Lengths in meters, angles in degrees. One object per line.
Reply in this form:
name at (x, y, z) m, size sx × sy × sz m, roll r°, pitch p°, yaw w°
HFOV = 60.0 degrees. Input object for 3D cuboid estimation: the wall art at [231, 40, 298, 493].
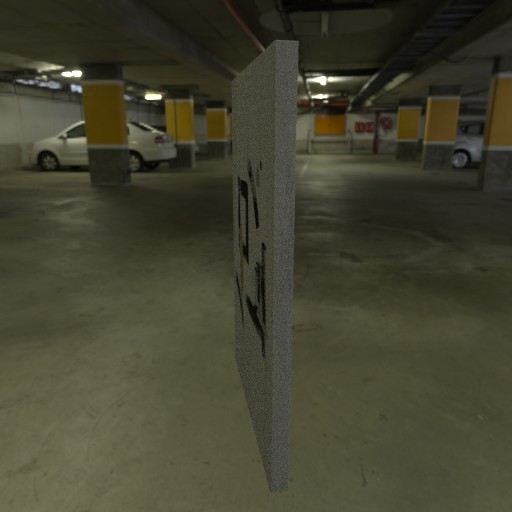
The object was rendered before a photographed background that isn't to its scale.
wall art at (0.000, 0.000, 1.156) m, size 0.043 × 0.914 × 0.624 m, roll -3°, pitch 16°, yaw -9°
